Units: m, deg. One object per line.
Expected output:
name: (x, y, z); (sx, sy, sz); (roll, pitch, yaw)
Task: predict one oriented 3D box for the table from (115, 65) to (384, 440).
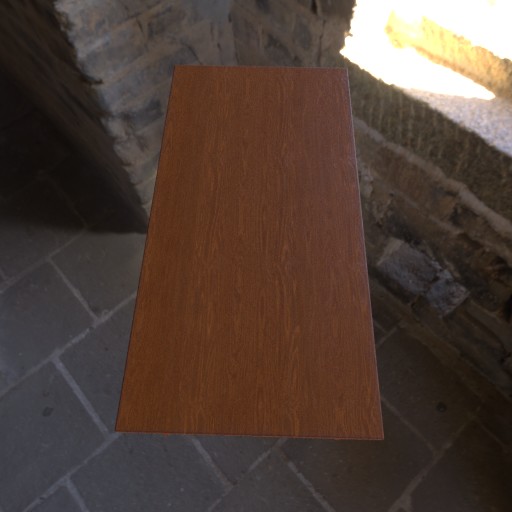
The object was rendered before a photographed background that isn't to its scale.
table: (0.000, 0.000, 2.034); (0.811, 0.755, 1.609); (1, 62, 1)
